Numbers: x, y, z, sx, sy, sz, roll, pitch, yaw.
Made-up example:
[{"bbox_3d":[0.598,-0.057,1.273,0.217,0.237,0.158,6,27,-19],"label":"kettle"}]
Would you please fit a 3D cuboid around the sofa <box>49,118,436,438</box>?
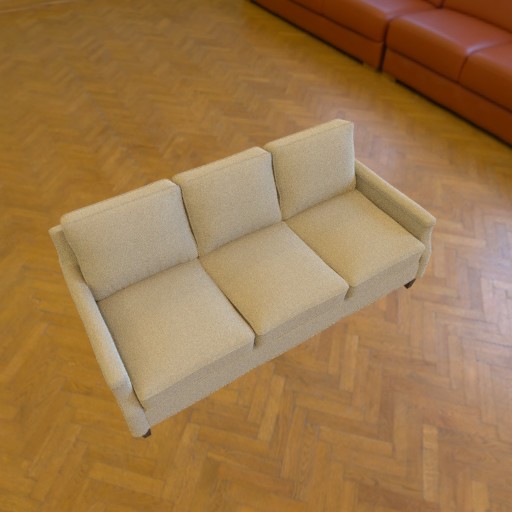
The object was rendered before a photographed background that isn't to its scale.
[{"bbox_3d":[0.000,0.000,2.877,2.246,1.003,1.084,-25,52,-21],"label":"sofa"}]
